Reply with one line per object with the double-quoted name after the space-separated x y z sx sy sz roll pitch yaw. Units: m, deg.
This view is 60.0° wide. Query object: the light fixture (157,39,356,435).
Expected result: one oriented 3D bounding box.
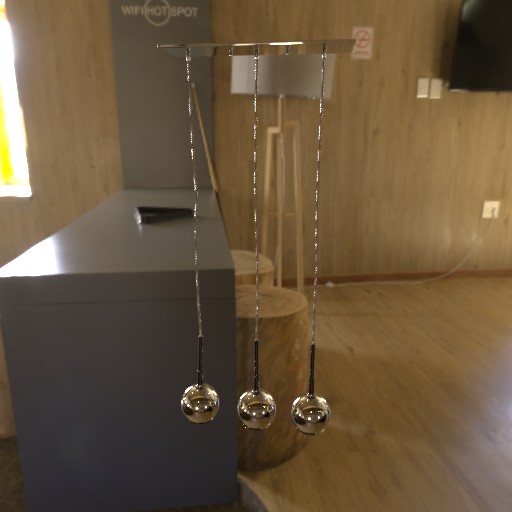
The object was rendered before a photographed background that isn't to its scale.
0.000 0.000 1.631 0.623 1.408 0.188 2 16 8 "light fixture"
